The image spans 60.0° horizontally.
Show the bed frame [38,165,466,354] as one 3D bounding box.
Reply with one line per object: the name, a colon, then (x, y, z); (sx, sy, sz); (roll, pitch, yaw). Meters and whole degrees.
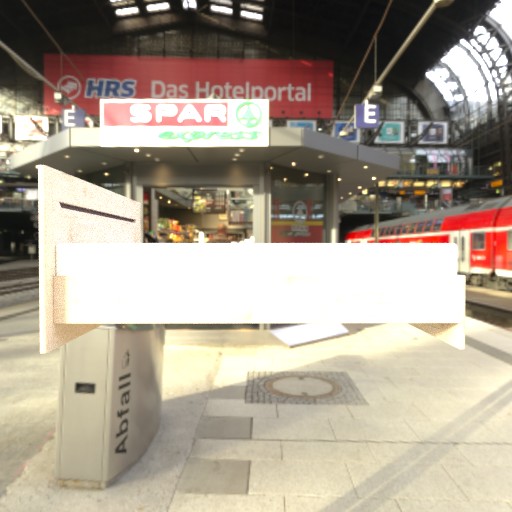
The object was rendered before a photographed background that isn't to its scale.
bed frame: (0.000, 0.000, 3.019); (2.080, 0.900, 1.800); (0, 1, 0)
